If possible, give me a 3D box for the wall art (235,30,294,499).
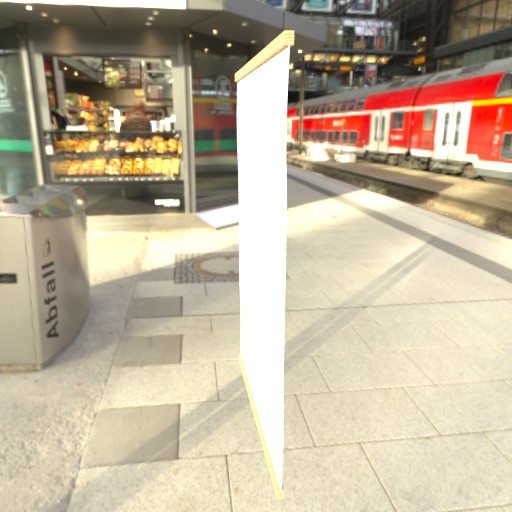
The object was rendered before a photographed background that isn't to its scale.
[{"bbox_3d":[0.000,0.000,1.853,0.025,1.521,1.011,-3,16,-10],"label":"wall art"}]
